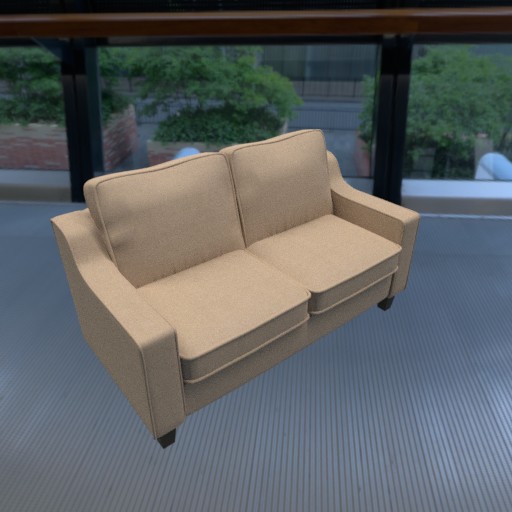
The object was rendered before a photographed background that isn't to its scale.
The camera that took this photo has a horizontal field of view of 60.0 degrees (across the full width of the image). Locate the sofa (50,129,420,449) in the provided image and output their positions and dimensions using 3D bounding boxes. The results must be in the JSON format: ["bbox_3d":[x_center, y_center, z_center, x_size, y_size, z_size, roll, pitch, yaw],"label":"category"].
[{"bbox_3d":[0.000,0.000,3.546,2.587,1.562,1.351,-22,37,-33],"label":"sofa"}]
